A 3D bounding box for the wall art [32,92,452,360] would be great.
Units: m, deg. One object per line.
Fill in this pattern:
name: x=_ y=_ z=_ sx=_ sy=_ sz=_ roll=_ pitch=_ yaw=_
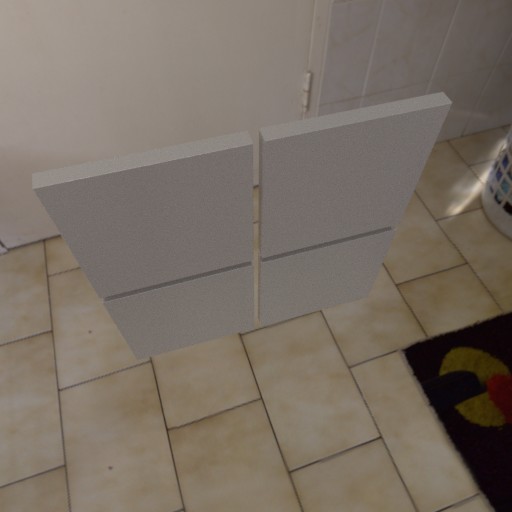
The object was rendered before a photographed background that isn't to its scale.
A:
wall art: x=0.000 y=0.000 z=0.882 sx=0.611 sy=0.611 sz=0.029 roll=-14 pitch=57 yaw=-9
